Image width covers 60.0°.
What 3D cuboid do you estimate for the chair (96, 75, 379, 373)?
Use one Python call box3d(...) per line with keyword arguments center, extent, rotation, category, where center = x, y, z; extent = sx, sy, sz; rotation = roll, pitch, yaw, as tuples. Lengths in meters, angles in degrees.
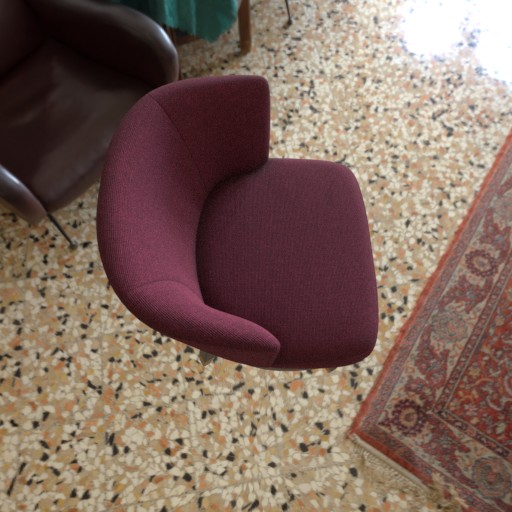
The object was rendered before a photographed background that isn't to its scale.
box3d(center=(0.000, 0.000, 1.271), extent=(0.660, 0.760, 0.700), rotation=(-1, 65, 0), category="chair")
